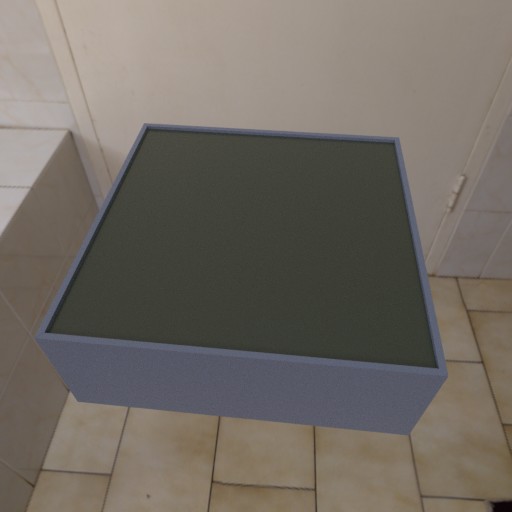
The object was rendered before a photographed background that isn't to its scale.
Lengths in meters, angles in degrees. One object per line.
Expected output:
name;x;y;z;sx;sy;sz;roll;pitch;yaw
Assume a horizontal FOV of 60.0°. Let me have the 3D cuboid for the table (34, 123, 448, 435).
table;0.000;0.000;1.230;0.801;0.299;0.801;4;48;4
